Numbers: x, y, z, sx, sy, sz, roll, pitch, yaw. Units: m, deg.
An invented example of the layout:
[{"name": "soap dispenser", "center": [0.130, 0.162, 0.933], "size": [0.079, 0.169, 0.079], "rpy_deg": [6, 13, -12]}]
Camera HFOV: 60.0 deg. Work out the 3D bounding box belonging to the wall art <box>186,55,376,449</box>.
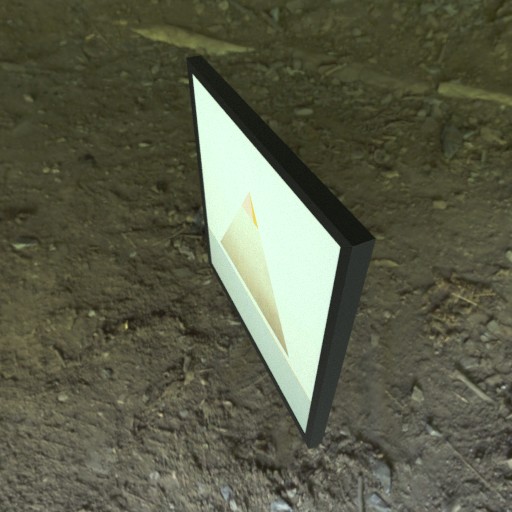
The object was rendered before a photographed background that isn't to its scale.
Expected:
[{"name": "wall art", "center": [0.000, 0.000, 0.785], "size": [0.028, 0.511, 0.513], "rpy_deg": [-18, 48, -17]}]
